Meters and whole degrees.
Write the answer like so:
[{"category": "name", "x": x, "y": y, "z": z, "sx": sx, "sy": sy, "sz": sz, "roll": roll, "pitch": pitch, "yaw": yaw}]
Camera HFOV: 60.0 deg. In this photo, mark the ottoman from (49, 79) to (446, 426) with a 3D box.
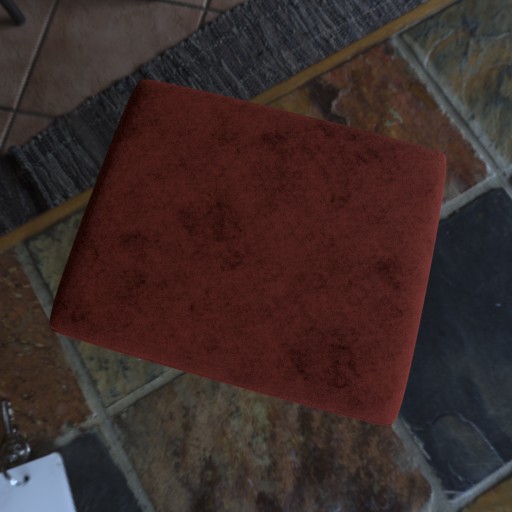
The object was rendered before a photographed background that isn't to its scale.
[{"category": "ottoman", "x": 0.000, "y": 0.000, "z": 1.177, "sx": 0.782, "sy": 0.462, "sz": 0.650, "roll": 15, "pitch": 78, "yaw": 3}]
